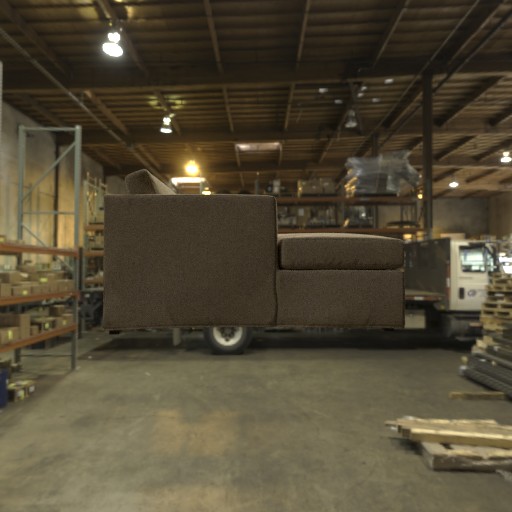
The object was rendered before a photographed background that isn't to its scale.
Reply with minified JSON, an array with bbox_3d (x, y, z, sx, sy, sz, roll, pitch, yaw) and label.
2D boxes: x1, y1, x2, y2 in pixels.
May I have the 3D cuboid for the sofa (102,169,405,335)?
[{"bbox_3d":[0.000,0.000,3.906,1.638,0.920,3.198,0,-2,0],"label":"sofa"}]
